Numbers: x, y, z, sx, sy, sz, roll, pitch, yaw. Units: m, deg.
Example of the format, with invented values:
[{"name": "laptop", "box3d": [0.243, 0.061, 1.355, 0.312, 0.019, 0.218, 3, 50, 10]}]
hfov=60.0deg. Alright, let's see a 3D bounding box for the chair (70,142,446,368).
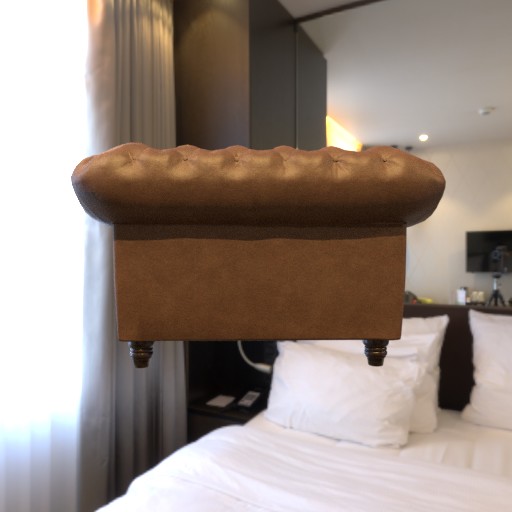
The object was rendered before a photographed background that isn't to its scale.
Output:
[{"name": "chair", "box3d": [0.000, 0.000, 1.882, 1.298, 0.784, 0.954, 0, 0, -2]}]
